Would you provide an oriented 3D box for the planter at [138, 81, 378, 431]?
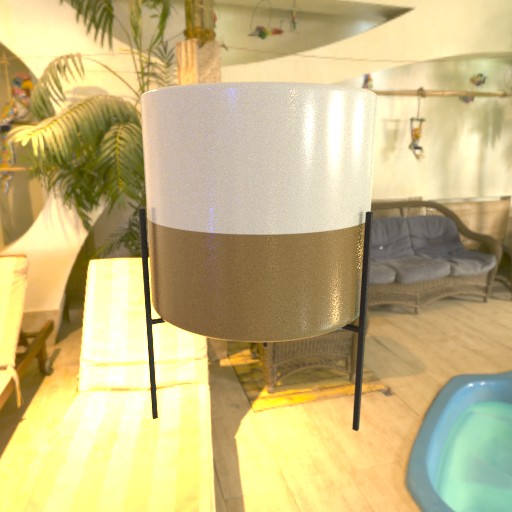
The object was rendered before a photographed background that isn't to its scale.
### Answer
[{"bbox_3d":[0.000,0.000,0.633,0.310,0.432,0.310,-2,15,-9],"label":"planter"}]
